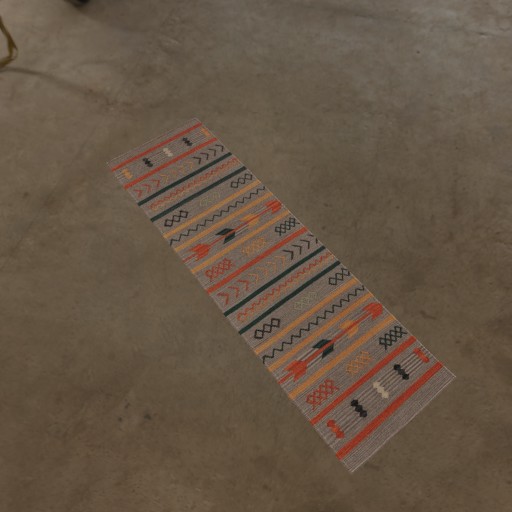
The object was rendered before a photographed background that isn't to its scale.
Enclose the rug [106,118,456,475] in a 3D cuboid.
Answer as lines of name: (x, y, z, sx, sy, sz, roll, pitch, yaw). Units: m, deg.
rug: (0.000, 0.000, 2.648, 0.744, 0.022, 2.419, -33, 65, -18)
